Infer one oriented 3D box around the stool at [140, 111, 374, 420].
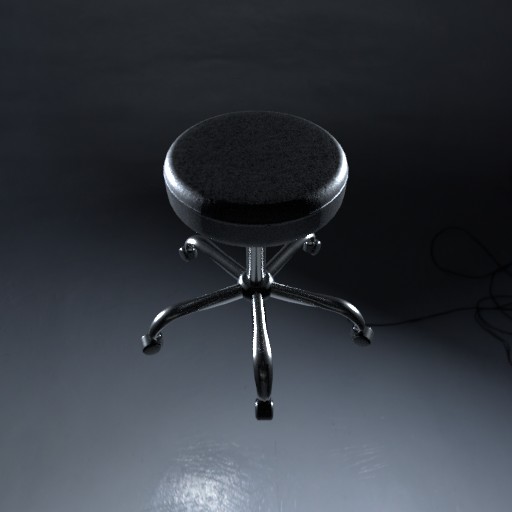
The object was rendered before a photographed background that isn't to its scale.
[{"bbox_3d":[0.000,0.000,1.143,0.673,0.576,0.638,-3,46,-3],"label":"stool"}]
